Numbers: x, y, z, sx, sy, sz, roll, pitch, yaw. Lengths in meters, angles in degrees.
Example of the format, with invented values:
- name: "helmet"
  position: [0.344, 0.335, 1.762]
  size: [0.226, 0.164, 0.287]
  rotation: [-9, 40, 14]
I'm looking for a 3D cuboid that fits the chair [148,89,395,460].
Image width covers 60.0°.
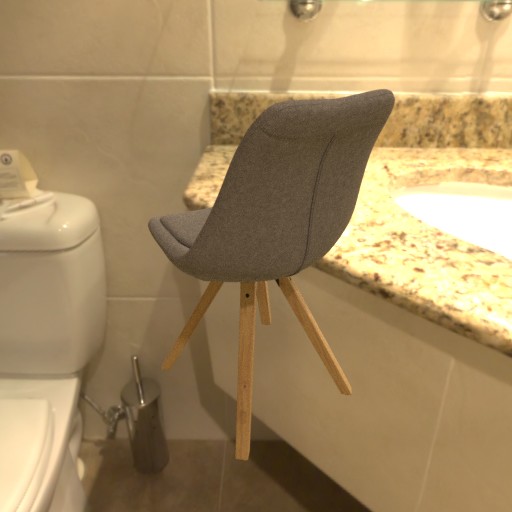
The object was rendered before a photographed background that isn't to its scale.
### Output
- name: "chair"
  position: [0.000, 0.000, 1.166]
  size: [0.483, 0.865, 0.550]
  rotation: [-19, 33, -31]
